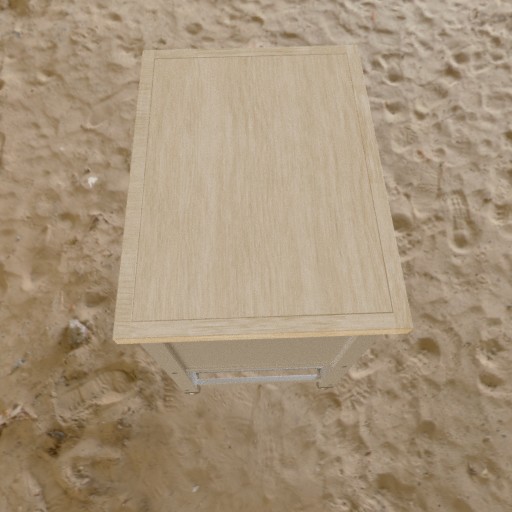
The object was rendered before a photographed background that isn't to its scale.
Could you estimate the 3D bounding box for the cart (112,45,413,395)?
[{"bbox_3d":[0.000,0.000,1.398,0.559,0.914,0.762,-2,64,-1],"label":"cart"}]
